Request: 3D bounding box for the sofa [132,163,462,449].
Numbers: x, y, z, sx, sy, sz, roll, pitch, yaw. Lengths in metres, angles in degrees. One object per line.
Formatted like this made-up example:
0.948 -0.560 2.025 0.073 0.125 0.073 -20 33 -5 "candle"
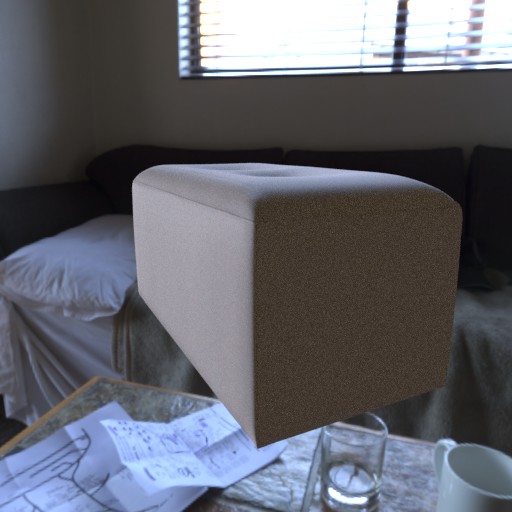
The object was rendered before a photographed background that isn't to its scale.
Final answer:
0.000 0.000 1.206 0.480 0.470 0.930 -7 16 -26 "sofa"
